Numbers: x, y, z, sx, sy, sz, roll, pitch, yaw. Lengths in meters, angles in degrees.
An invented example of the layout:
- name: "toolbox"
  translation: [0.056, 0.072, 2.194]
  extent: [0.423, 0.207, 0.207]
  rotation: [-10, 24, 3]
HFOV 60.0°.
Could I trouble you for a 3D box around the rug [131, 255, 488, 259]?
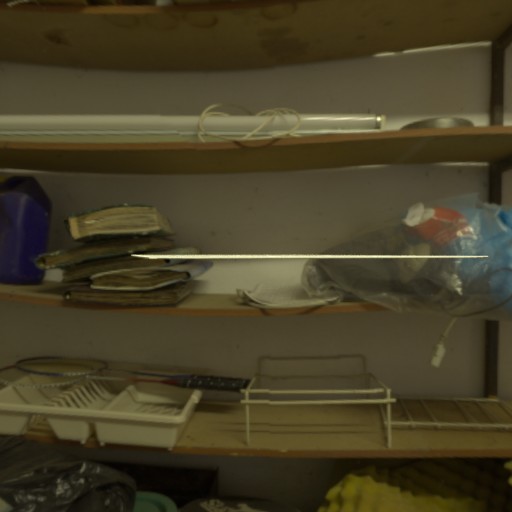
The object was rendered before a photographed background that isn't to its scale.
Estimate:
- name: "rug"
  translation: [0.000, 0.000, 2.886]
  extent: [1.522, 0.008, 2.284]
  rotation: [0, 0, -17]
